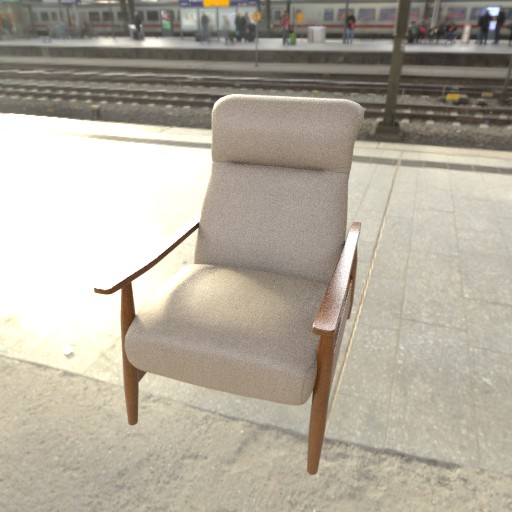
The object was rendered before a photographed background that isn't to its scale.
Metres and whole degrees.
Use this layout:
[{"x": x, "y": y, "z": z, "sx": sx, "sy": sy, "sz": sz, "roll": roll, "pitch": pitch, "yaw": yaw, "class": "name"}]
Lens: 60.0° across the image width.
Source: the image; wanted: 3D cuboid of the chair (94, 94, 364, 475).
[{"x": 0.000, "y": 0.000, "z": 1.764, "sx": 0.762, "sy": 1.082, "sz": 1.032, "roll": 8, "pitch": 29, "yaw": 15, "class": "chair"}]
